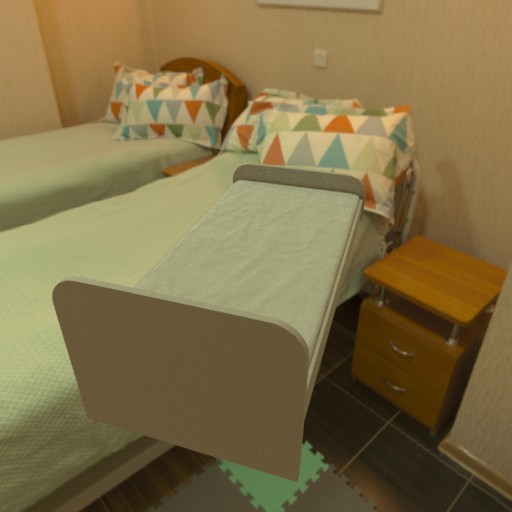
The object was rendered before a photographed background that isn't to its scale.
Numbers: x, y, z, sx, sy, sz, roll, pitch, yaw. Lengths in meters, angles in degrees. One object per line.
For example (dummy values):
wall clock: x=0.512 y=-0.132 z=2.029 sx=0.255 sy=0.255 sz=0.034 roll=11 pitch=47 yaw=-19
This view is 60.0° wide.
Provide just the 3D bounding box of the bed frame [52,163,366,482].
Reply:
bed frame: x=0.000 y=0.000 z=2.503 sx=0.998 sy=0.805 sz=1.963 roll=10 pitch=33 yaw=15
